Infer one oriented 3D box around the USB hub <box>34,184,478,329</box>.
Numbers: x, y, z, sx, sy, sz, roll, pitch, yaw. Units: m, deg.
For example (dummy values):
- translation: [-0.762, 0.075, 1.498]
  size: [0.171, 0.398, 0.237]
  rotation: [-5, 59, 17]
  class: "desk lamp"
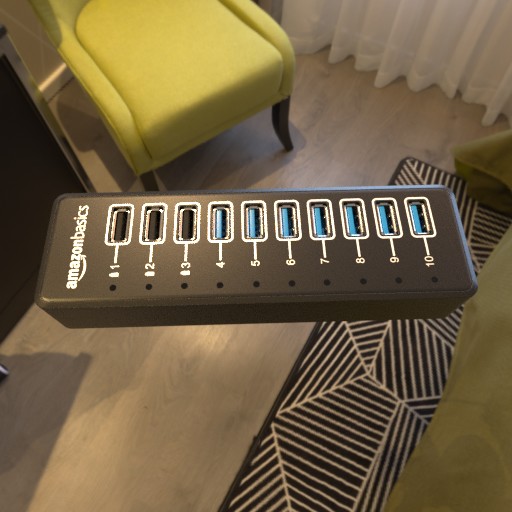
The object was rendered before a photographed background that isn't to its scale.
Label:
- translation: [0.000, 0.000, 0.162]
  size: [0.145, 0.023, 0.044]
  rotation: [-1, 64, -1]
  class: "USB hub"
